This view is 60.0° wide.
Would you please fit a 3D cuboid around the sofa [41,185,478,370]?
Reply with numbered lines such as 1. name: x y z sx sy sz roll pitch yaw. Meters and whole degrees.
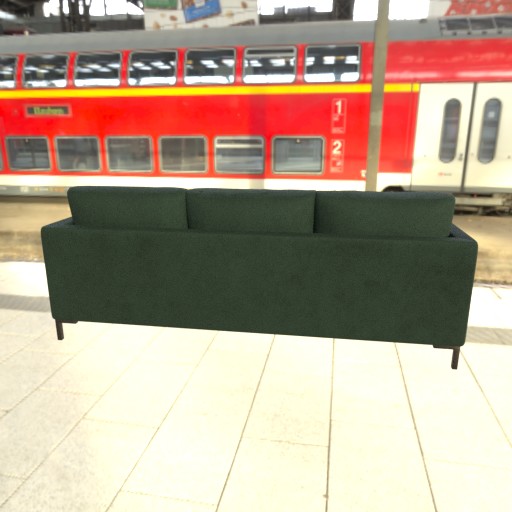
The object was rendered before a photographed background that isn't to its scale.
1. sofa: 0.000 0.000 2.659 2.218 0.870 0.859 2 16 8
